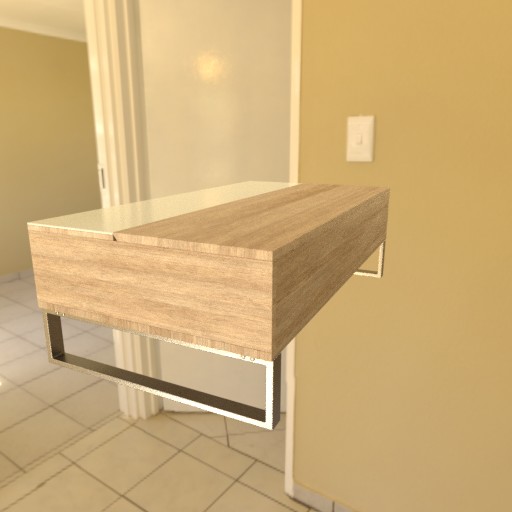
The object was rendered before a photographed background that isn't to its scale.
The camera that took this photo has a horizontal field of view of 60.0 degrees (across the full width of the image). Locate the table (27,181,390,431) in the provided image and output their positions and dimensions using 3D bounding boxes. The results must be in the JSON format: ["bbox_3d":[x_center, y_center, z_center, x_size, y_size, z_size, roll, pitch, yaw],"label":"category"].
[{"bbox_3d":[0.000,0.000,1.384,0.600,0.350,1.100,7,17,25],"label":"table"}]
